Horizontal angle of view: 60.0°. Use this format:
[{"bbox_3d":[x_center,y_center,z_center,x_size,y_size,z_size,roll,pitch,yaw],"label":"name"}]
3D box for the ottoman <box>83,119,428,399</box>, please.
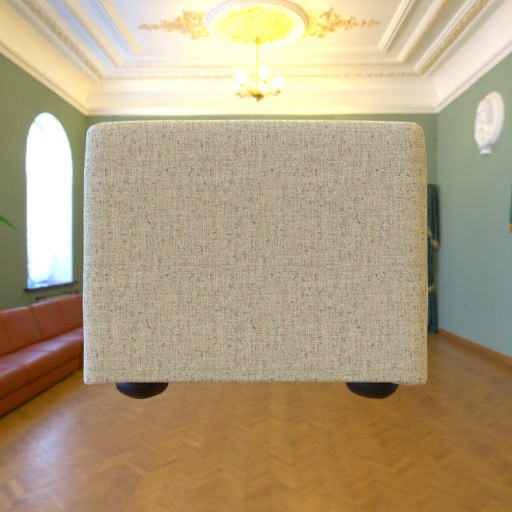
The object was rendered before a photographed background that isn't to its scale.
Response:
[{"bbox_3d":[0.000,0.000,0.900,0.521,0.453,0.512,0,0,0],"label":"ottoman"}]
